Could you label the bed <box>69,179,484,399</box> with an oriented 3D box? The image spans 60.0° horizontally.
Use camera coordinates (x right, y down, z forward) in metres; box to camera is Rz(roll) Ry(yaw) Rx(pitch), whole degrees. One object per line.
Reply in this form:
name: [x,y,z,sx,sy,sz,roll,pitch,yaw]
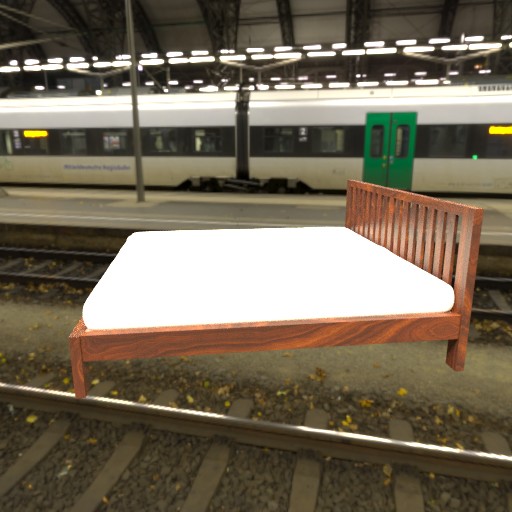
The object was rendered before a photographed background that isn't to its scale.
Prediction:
bed: [0.000,0.000,3.096,2.030,0.890,1.905,-2,14,-7]
